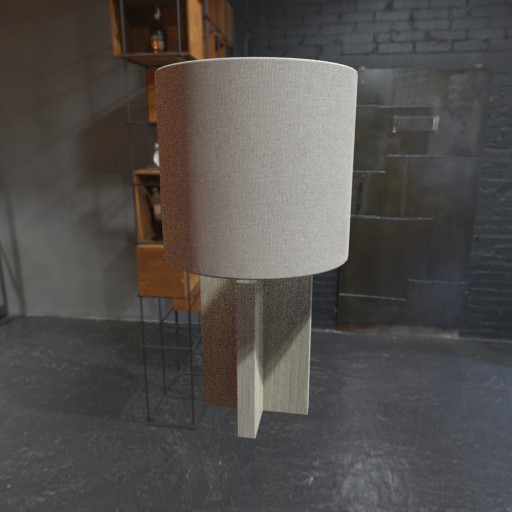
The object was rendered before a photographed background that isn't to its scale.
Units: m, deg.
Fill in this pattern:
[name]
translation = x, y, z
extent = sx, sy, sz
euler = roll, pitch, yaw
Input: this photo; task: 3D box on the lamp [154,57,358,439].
[lamp]
translation = 0.000, 0.000, 0.562
extent = 0.229, 0.428, 0.229
euler = 2, 15, 9
